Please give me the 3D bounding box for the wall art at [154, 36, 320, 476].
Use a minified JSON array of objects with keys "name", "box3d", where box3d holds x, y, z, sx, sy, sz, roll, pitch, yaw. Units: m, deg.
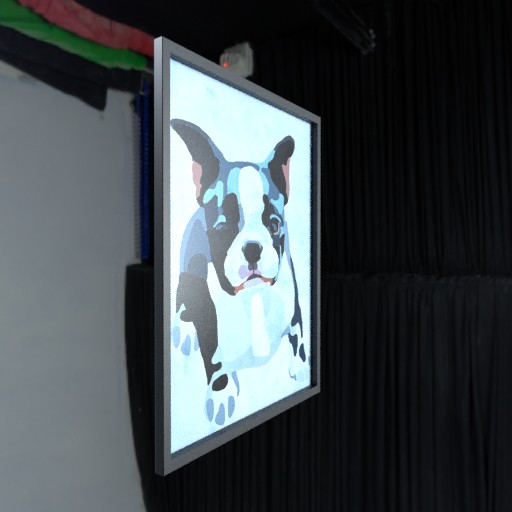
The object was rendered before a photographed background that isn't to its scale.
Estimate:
[{"name":"wall art","box3d":[0.000,0.000,1.354,0.030,1.027,0.774,0,1,36]}]
